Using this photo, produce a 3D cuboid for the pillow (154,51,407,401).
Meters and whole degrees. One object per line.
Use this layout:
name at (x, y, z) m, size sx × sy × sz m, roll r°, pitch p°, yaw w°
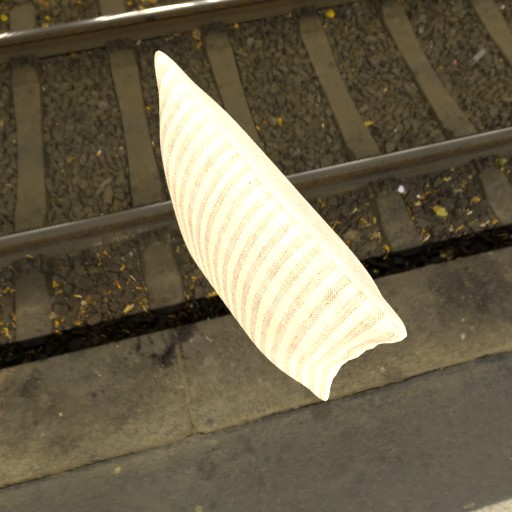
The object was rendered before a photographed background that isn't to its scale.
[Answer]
pillow at (0.000, 0.000, 0.780) m, size 0.166 × 0.510 × 0.523 m, roll -33°, pitch 69°, yaw -14°
